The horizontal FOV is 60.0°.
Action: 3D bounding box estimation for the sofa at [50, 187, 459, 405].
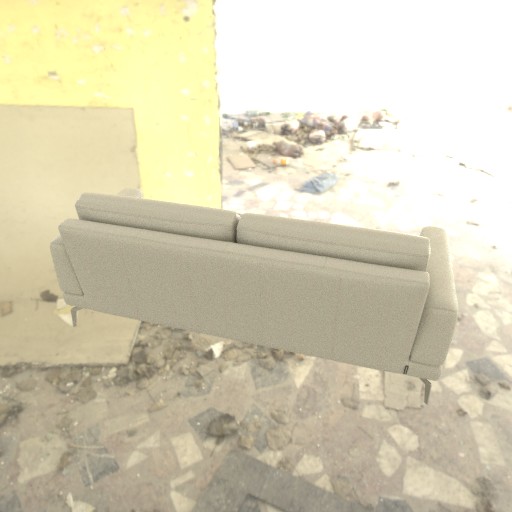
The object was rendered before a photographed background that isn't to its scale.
[{"bbox_3d":[0.000,0.000,2.381,1.940,0.765,0.974,9,33,14],"label":"sofa"}]
